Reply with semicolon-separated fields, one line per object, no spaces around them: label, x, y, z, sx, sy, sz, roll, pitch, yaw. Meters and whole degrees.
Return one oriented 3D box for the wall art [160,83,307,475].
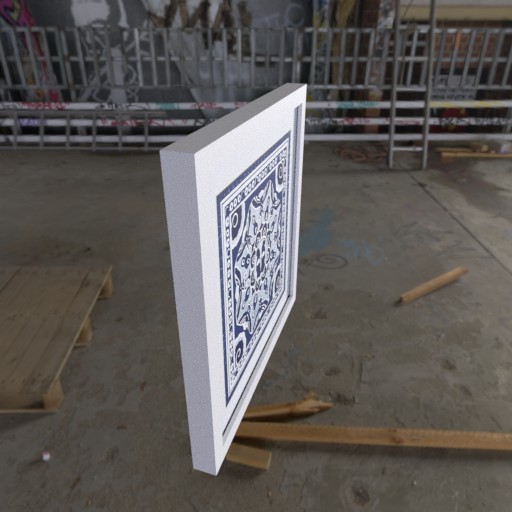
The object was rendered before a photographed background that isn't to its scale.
wall art;0.000;0.000;0.547;0.027;0.355;0.355;9;30;16
